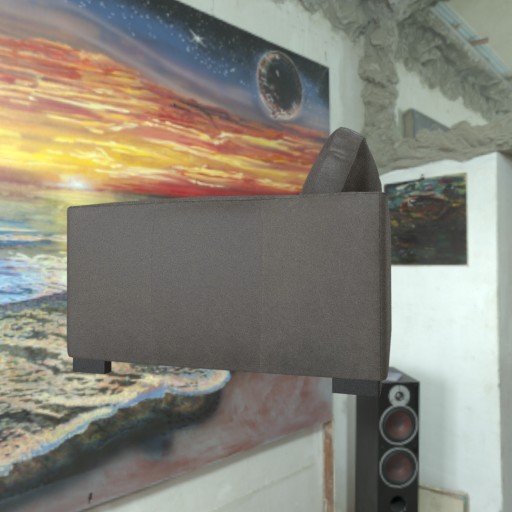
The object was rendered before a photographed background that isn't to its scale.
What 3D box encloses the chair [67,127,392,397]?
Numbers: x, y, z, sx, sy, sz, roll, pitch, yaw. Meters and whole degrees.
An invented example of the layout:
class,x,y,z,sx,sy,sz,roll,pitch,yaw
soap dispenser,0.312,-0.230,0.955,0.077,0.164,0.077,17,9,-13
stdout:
class,x,y,z,sx,sy,sz,roll,pitch,yaw
chair,0.000,0.000,1.866,1.080,0.807,1.106,0,-1,18
